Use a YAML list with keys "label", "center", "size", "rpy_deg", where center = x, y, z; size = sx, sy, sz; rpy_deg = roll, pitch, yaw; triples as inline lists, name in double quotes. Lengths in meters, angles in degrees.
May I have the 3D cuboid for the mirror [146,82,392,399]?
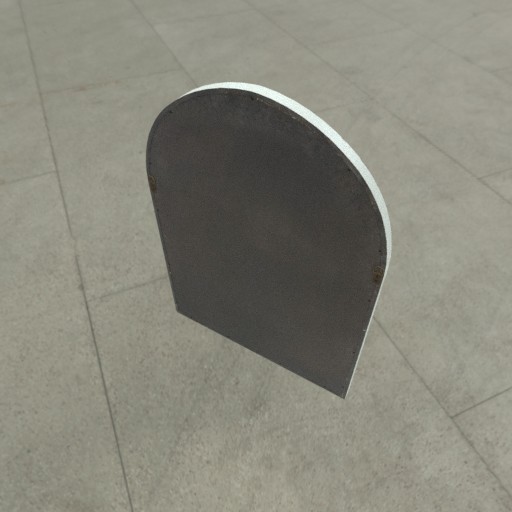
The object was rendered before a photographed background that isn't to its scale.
- label: "mirror"
  center: [0.000, 0.000, 1.175]
  size: [0.660, 0.920, 0.032]
  rpy_deg: [23, 51, 21]
